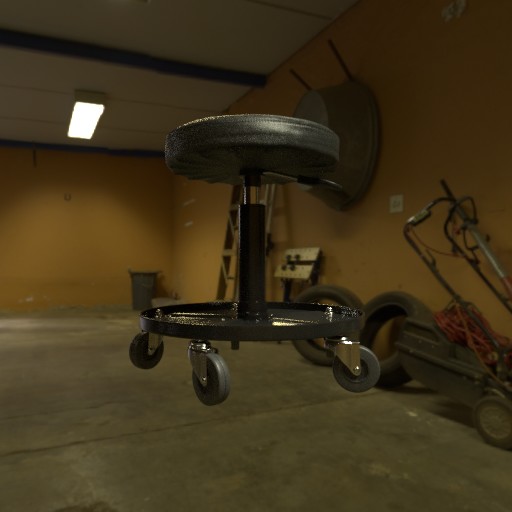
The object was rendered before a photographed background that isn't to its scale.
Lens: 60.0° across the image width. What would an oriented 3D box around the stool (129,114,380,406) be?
[{"bbox_3d":[0.000,0.000,0.698,0.382,0.365,0.381,0,-1,19],"label":"stool"}]
